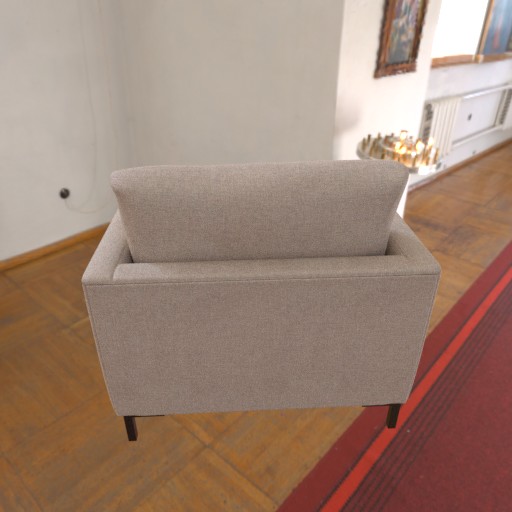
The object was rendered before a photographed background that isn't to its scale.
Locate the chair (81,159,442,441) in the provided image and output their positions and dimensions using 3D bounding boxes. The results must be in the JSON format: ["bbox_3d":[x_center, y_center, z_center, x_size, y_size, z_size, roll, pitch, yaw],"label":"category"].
[{"bbox_3d":[0.000,0.000,1.593,0.963,0.861,0.866,-2,30,-3],"label":"chair"}]
